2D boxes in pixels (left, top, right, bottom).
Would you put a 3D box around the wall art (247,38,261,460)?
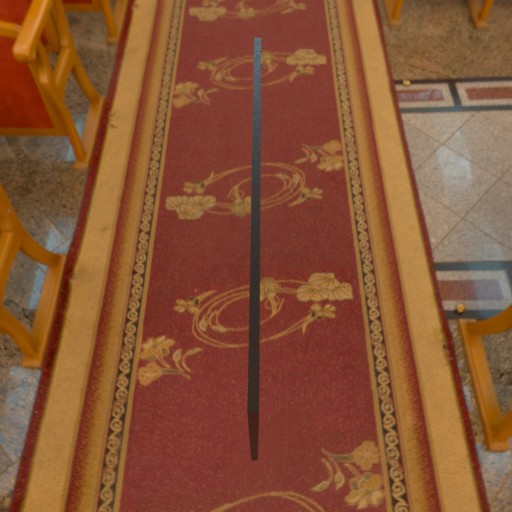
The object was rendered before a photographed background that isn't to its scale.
[{"bbox_3d":[0.000,0.000,1.218,0.019,0.660,0.957,0,59,0],"label":"wall art"}]
